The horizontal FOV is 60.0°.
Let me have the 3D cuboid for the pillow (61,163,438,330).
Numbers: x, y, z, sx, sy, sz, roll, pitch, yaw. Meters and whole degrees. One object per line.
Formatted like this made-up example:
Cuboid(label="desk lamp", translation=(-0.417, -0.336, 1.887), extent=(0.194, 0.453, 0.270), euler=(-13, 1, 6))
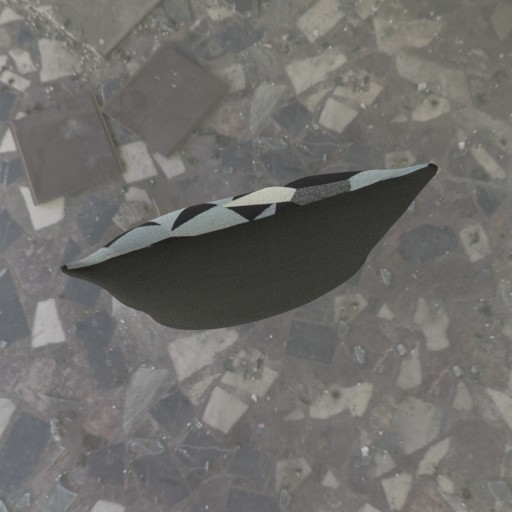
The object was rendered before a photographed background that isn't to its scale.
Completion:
Cuboid(label="pillow", translation=(0.000, 0.000, 0.787), extent=(0.503, 0.496, 0.208), euler=(-15, 76, -4))
